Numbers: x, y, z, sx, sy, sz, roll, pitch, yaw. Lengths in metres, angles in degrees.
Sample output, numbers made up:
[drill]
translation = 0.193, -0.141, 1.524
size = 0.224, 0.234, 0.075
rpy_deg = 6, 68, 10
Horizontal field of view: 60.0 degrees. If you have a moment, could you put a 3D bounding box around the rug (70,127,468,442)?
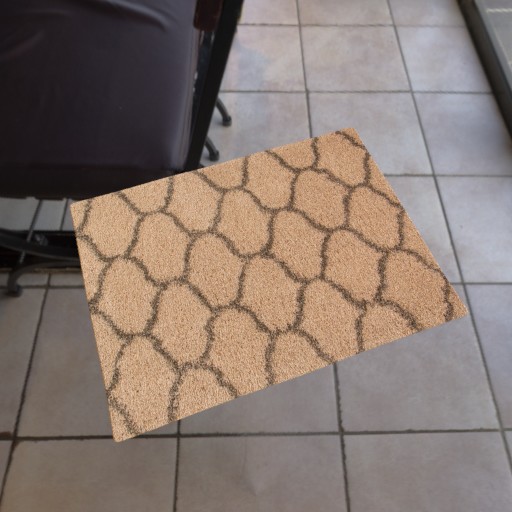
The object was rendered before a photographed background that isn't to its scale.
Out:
[rug]
translation = 0.000, 0.000, 2.128
size = 1.600, 0.025, 1.200
rpy_deg = -17, 63, -9
